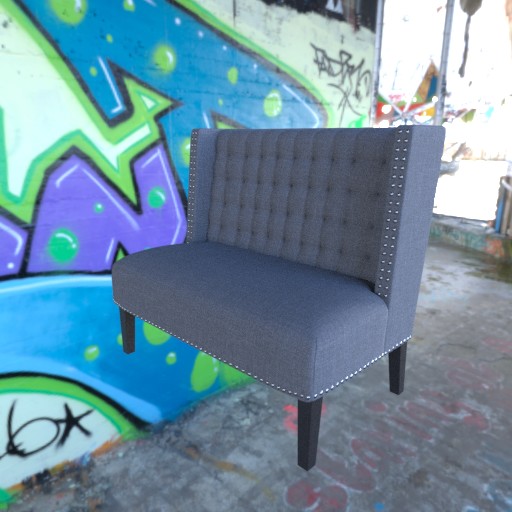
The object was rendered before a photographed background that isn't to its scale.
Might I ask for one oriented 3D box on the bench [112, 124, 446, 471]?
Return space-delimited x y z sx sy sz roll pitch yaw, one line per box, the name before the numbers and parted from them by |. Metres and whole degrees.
bench | 0.000 0.000 1.999 1.276 1.121 0.842 15 21 43
